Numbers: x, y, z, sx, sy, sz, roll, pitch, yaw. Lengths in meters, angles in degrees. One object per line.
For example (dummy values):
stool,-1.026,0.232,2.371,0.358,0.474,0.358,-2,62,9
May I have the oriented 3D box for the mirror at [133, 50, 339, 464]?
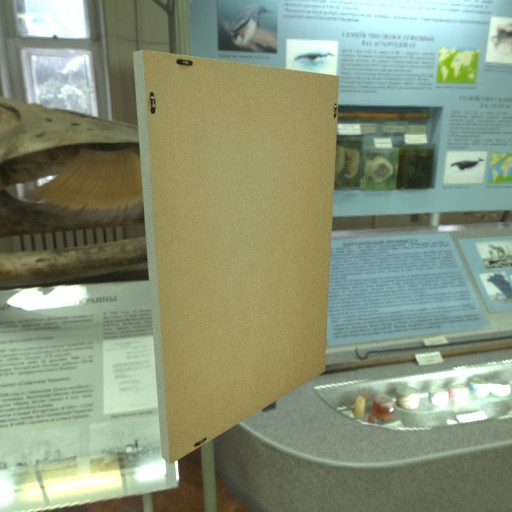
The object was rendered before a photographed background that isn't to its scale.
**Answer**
mirror,0.000,0.000,1.152,0.609,0.915,0.041,-15,22,-42
